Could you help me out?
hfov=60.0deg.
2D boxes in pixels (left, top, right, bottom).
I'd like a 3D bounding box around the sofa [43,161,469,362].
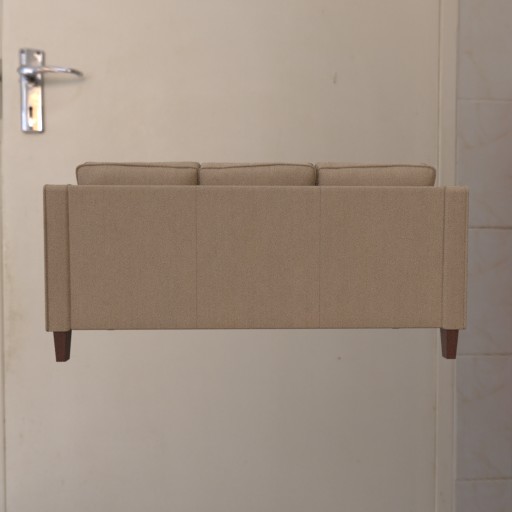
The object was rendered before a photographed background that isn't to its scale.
[{"bbox_3d":[0.000,0.000,2.516,1.986,0.974,0.911,0,1,-2],"label":"sofa"}]
